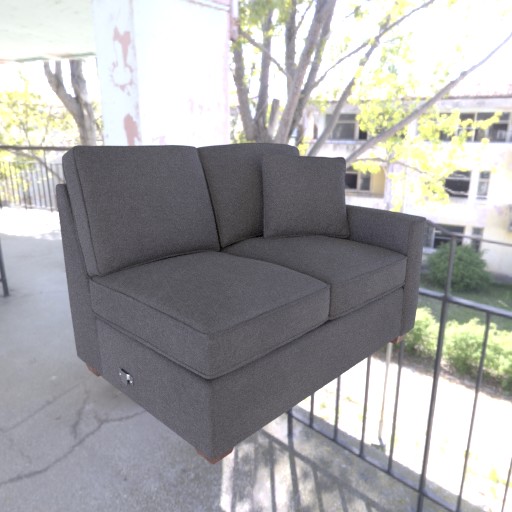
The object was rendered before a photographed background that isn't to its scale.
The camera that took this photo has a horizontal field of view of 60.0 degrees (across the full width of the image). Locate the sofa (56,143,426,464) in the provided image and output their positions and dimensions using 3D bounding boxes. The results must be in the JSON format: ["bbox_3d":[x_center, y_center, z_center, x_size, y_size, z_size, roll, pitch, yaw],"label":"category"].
[{"bbox_3d":[0.000,0.000,2.015,0.991,0.989,1.388,15,21,43],"label":"sofa"}]
